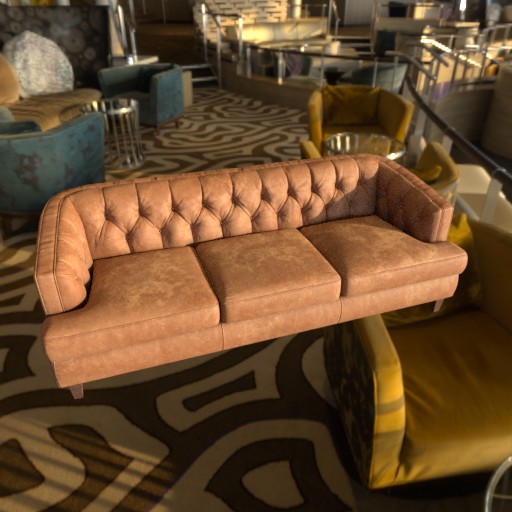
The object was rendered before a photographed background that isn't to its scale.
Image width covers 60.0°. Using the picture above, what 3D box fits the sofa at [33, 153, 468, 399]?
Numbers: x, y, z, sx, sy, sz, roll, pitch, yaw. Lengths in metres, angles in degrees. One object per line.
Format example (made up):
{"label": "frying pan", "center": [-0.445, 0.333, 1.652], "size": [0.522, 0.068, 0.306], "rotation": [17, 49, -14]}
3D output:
{"label": "sofa", "center": [0.000, 0.000, 2.566], "size": [2.257, 0.791, 0.922], "rotation": [-10, 32, -16]}
